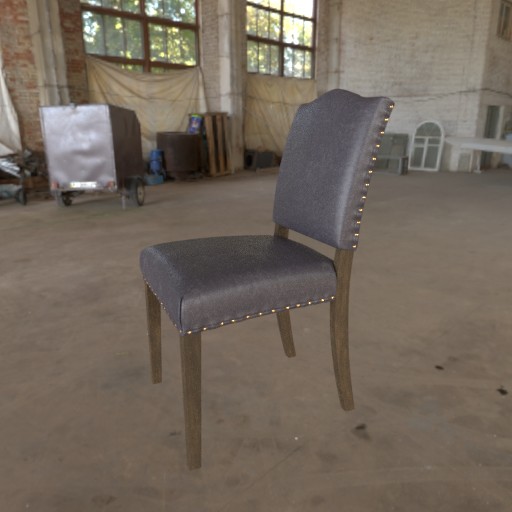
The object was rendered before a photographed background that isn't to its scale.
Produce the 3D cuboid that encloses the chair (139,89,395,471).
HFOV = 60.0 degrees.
[{"bbox_3d":[0.000,0.000,1.375,0.633,0.991,0.500,-7,18,-24],"label":"chair"}]
